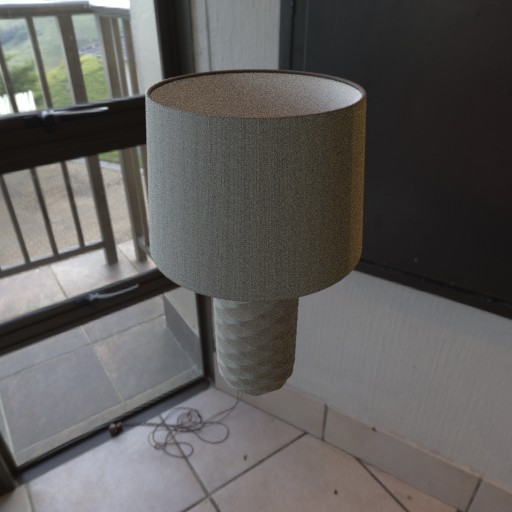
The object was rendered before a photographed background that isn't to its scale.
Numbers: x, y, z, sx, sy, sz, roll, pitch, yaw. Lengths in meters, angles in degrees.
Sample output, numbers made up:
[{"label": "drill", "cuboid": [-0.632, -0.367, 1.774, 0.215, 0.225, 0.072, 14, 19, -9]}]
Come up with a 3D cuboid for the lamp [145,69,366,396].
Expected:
[{"label": "lamp", "cuboid": [0.000, 0.000, 0.823, 0.376, 0.594, 0.376, 0, 32, 0]}]
